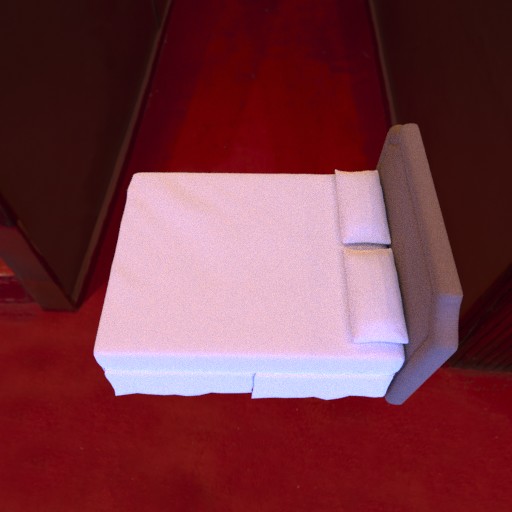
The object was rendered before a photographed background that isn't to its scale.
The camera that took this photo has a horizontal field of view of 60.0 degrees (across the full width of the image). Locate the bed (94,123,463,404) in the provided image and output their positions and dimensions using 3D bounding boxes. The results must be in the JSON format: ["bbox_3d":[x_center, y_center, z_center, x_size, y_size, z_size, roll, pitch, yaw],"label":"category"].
[{"bbox_3d":[0.000,0.000,3.092,2.116,1.290,1.693,1,57,0],"label":"bed"}]
